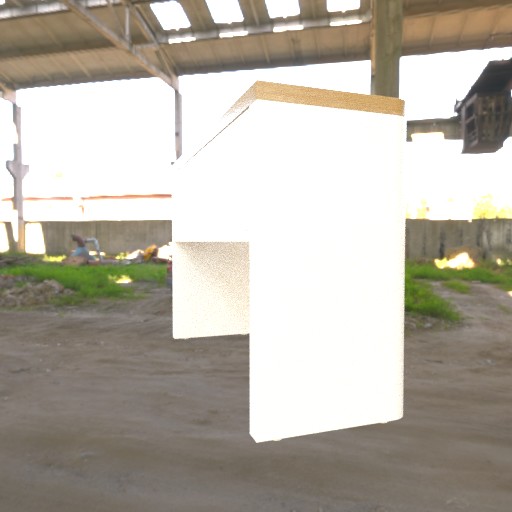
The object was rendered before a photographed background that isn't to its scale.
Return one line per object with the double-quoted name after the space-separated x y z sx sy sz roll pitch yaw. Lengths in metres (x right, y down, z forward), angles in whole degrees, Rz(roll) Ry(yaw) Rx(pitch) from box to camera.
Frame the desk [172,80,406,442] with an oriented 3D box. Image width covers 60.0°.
0.000 0.000 1.502 0.390 0.760 1.100 -1 2 -20 "desk"
